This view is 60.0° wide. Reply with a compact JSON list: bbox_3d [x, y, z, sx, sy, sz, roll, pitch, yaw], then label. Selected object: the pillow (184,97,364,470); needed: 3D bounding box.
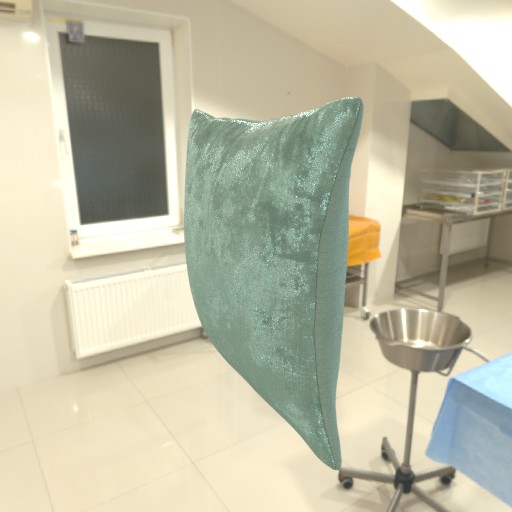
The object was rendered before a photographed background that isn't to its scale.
[{"bbox_3d":[0.000,0.000,0.710,0.175,0.464,0.470,-8,18,-26],"label":"pillow"}]
